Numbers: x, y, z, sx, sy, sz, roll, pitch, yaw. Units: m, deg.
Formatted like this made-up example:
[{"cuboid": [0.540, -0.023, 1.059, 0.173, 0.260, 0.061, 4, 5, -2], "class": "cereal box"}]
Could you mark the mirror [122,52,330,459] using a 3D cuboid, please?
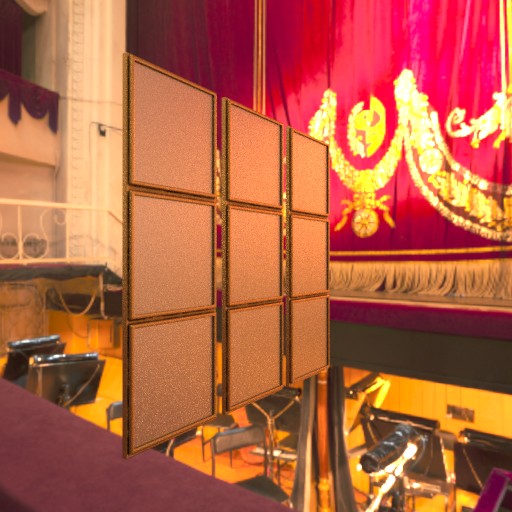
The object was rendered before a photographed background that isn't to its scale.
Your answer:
[{"cuboid": [0.000, 0.000, 1.418, 0.023, 0.926, 1.011, 0, 0, 36], "class": "mirror"}]
